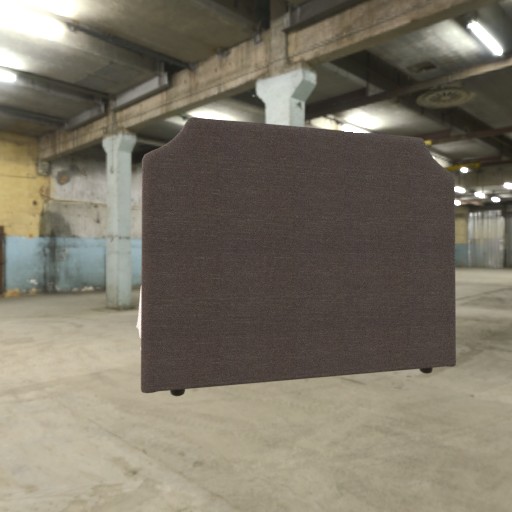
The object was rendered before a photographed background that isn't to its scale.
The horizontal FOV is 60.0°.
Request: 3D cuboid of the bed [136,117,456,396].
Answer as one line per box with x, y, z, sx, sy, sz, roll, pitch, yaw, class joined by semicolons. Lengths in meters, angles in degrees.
0.000;0.000;3.208;1.693;1.290;2.116;0;0;-17;bed
